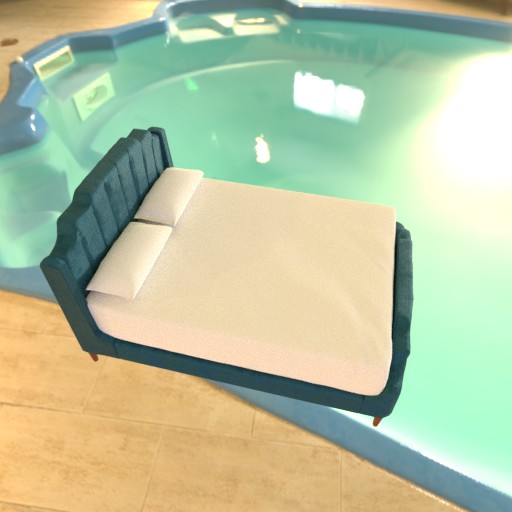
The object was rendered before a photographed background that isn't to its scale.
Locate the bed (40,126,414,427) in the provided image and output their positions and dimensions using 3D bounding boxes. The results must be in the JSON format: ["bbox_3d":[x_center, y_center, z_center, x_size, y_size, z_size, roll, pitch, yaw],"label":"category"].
[{"bbox_3d":[0.000,0.000,3.389,2.322,1.338,1.678,10,47,10],"label":"bed"}]
